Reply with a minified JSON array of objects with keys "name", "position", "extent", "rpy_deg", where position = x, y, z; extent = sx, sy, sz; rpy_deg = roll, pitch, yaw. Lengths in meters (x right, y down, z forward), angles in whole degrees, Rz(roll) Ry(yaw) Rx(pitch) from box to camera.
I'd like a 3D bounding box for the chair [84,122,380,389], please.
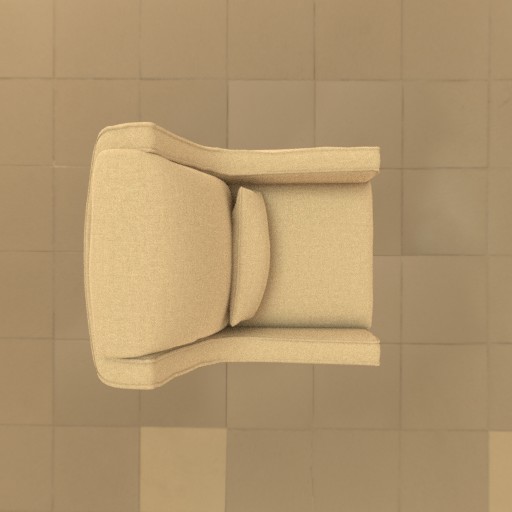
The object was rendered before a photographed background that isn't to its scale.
[{"name":"chair","position":[0.000,0.000,1.592],"extent":[0.879,0.993,0.732],"rpy_deg":[0,90,1]}]
